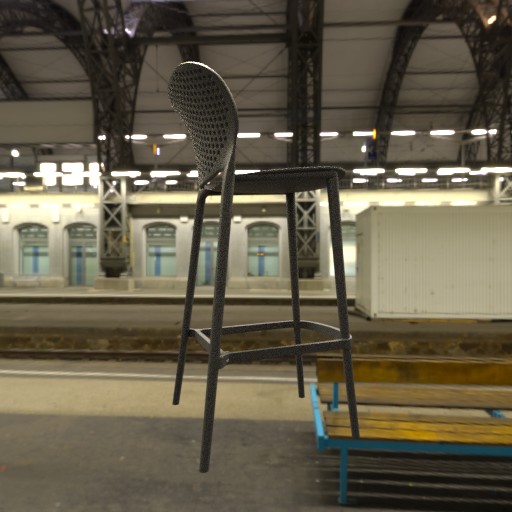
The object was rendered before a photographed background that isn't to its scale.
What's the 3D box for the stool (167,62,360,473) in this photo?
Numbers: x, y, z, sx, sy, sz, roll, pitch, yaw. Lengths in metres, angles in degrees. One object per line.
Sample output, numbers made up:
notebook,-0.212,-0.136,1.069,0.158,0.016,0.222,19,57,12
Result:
stool,0.000,0.000,1.382,0.535,1.045,0.536,0,0,-18
